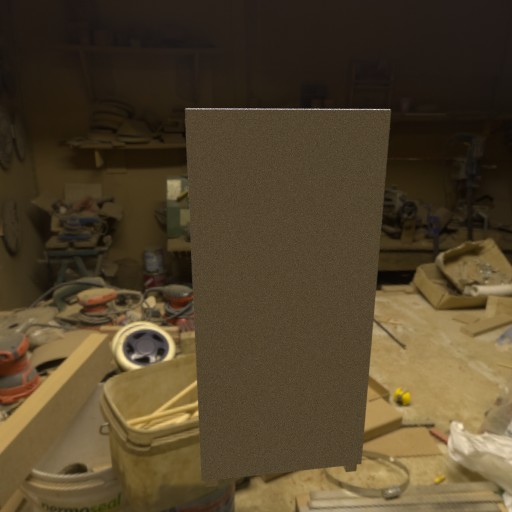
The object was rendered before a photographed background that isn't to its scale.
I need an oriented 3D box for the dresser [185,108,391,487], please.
[{"bbox_3d":[0.000,0.000,1.632,0.460,1.000,1.100,-2,17,-8],"label":"dresser"}]
